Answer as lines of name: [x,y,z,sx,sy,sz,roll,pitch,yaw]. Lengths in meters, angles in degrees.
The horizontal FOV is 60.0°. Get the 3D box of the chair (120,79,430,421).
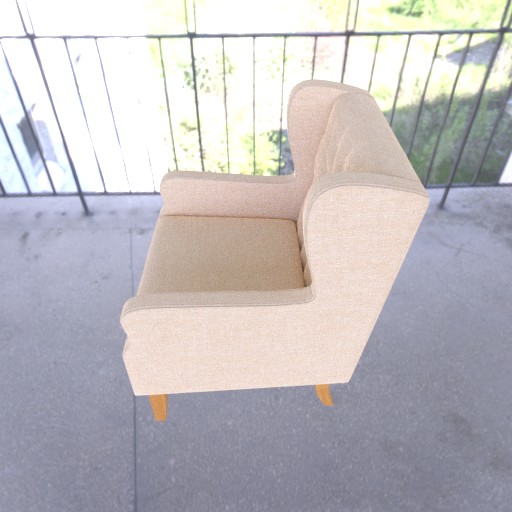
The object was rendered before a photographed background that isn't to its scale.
chair: [0.000,0.000,1.460,0.760,0.930,0.710,0,40,-1]
